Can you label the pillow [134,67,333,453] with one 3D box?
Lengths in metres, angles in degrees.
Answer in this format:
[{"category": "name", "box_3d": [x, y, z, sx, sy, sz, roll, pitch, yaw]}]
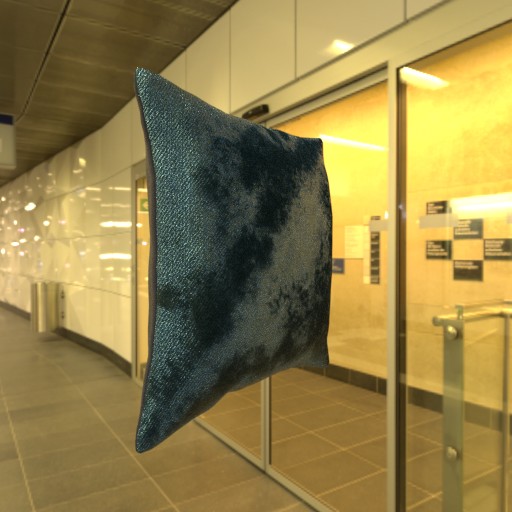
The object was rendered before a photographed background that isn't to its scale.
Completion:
[{"category": "pillow", "box_3d": [0.000, 0.000, 0.656, 0.138, 0.430, 0.436, 0, 0, 37]}]
